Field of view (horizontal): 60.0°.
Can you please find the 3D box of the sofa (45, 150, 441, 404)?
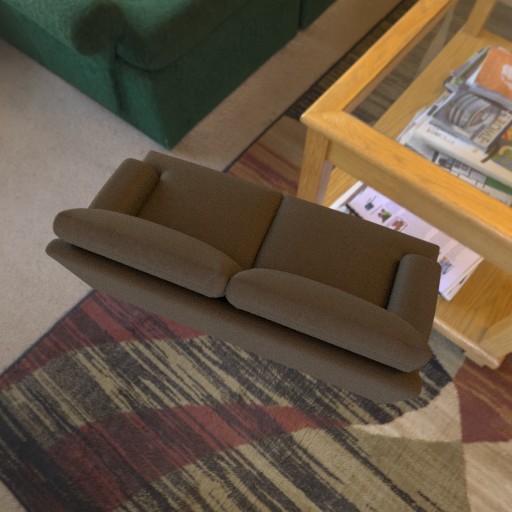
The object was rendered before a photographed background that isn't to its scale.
[{"bbox_3d":[0.000,0.000,2.866,2.271,0.950,1.140,20,65,9],"label":"sofa"}]
